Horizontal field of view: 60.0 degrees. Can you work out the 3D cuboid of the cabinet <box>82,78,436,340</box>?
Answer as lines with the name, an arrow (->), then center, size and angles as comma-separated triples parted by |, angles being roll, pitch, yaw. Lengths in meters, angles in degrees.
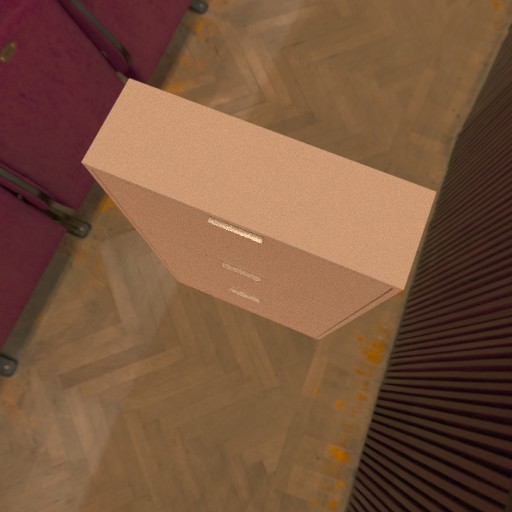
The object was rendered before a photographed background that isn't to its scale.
cabinet -> 0.000, 0.000, 1.592 | 0.750, 1.280, 0.250 | 22, 76, 6
